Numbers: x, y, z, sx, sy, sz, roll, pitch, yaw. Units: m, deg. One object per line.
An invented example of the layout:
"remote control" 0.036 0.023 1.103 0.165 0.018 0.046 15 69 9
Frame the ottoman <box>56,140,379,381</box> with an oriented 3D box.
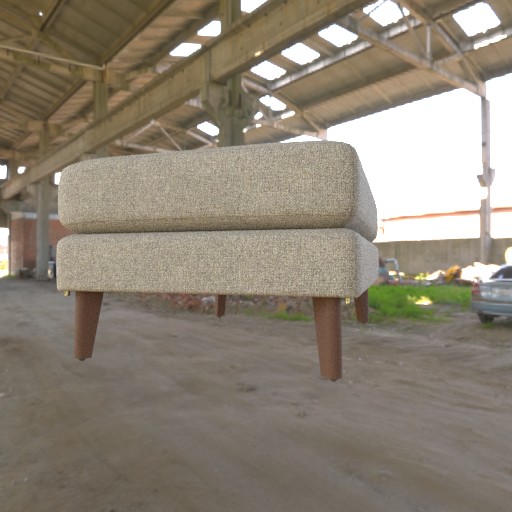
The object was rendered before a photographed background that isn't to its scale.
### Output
"ottoman" 0.000 0.000 1.194 0.611 0.441 0.821 0 -1 18
